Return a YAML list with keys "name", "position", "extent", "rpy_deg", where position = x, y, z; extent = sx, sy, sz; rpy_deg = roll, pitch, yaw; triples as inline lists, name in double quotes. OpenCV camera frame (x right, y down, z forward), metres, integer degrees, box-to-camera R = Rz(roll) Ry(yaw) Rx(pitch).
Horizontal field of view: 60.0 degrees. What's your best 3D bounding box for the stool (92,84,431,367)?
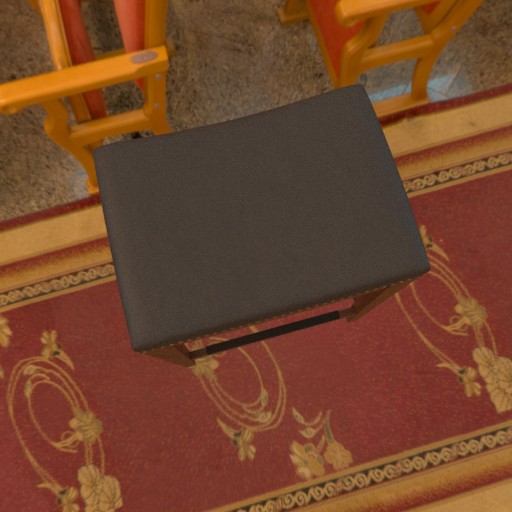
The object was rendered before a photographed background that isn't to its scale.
- name: "stool"
  position: [0.000, 0.000, 0.948]
  extent: [0.490, 0.664, 0.353]
  rpy_deg: [-15, 77, -4]
